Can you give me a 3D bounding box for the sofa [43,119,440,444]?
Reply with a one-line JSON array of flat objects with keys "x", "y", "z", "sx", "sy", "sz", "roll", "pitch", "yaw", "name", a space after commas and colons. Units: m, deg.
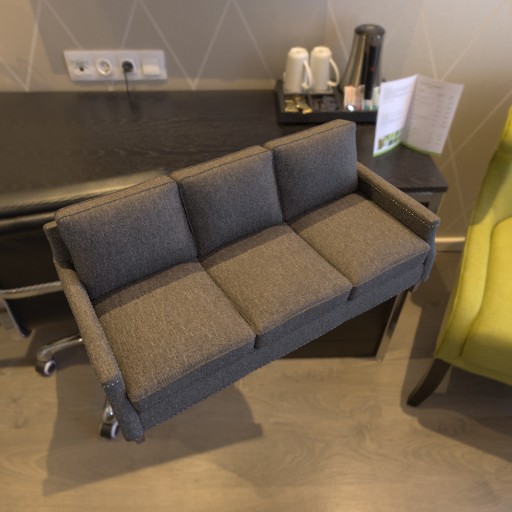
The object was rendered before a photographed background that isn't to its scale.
[{"x": 0.000, "y": 0.000, "z": 2.801, "sx": 2.246, "sy": 1.003, "sz": 1.084, "roll": -23, "pitch": 49, "yaw": -22, "name": "sofa"}]
